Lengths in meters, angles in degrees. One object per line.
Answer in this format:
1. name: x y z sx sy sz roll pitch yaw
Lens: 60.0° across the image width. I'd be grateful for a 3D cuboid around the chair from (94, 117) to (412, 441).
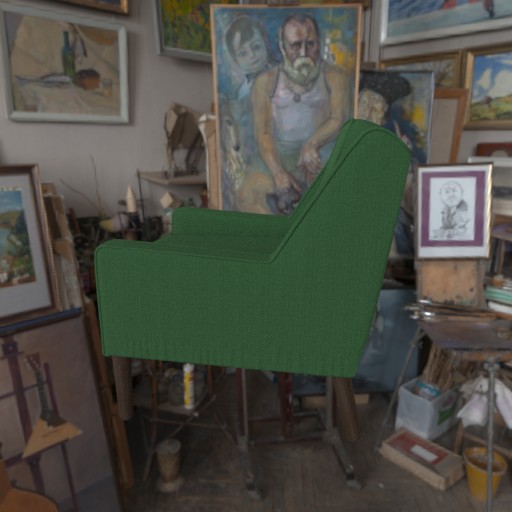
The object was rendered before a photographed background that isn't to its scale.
1. chair: 0.000 0.000 1.350 0.743 0.792 0.663 2 15 8
